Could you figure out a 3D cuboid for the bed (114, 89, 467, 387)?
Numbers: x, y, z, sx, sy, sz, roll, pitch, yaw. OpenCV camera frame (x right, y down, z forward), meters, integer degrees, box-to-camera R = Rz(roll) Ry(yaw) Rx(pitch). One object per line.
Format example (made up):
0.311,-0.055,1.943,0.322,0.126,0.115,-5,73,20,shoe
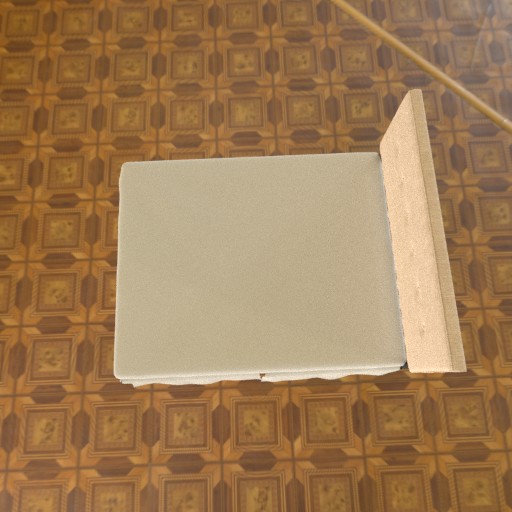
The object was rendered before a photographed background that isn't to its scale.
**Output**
0.000,0.000,2.945,1.978,1.270,1.643,-2,75,-1,bed
